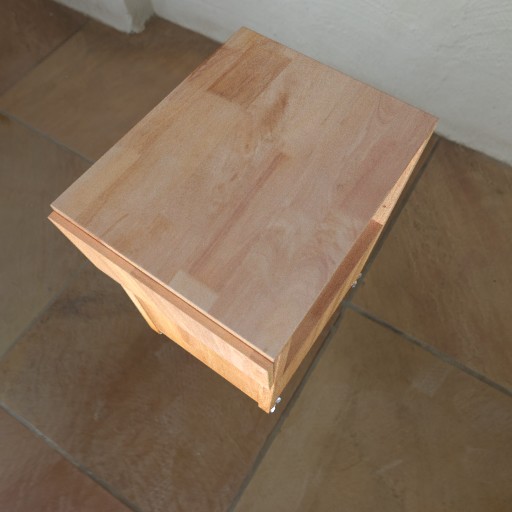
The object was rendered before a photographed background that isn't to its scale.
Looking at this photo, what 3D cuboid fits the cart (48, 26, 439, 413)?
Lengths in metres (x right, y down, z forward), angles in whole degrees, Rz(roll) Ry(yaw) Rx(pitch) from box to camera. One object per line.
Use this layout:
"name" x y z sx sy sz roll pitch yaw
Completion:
"cart" 0.000 0.000 1.237 0.508 0.838 0.640 32 68 15
